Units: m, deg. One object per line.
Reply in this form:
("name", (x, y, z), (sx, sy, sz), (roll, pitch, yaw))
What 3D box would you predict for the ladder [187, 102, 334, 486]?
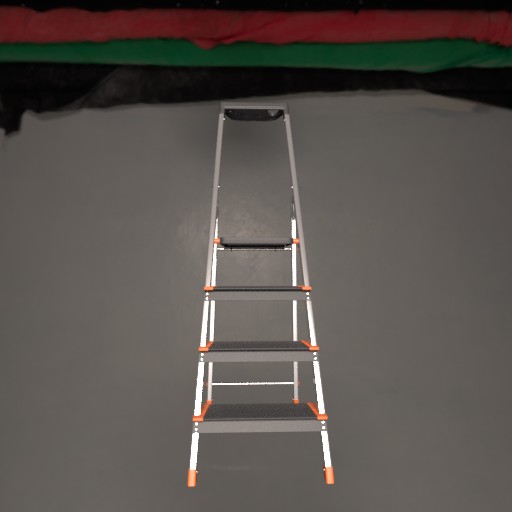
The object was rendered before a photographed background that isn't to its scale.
("ladder", (0.000, 0.000, 1.793), (0.452, 1.429, 0.834), (0, -2, -2))
